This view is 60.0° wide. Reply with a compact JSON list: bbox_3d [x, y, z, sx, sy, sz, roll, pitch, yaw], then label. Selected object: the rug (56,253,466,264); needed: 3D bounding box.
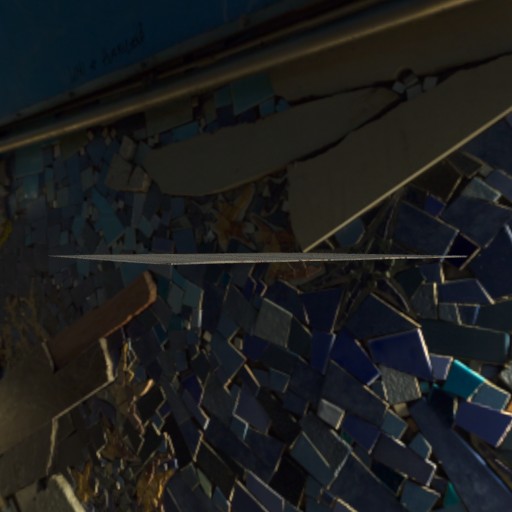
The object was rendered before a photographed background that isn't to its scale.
[{"bbox_3d":[0.000,0.000,3.951,3.000,0.012,2.371,-1,1,-36],"label":"rug"}]
